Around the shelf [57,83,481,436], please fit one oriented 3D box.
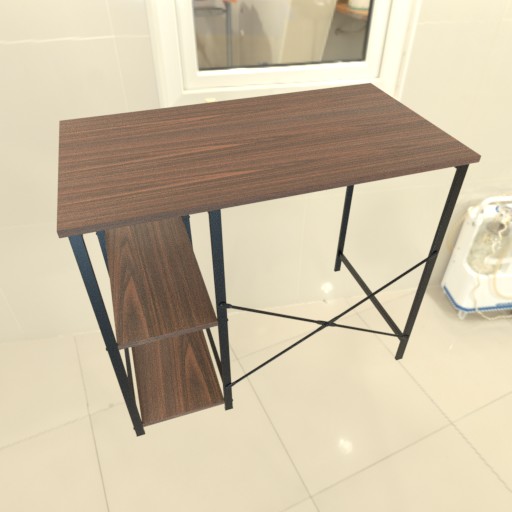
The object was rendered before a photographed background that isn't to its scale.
[{"bbox_3d":[0.000,0.000,1.309,0.902,0.750,0.498,-12,42,-14],"label":"shelf"}]
